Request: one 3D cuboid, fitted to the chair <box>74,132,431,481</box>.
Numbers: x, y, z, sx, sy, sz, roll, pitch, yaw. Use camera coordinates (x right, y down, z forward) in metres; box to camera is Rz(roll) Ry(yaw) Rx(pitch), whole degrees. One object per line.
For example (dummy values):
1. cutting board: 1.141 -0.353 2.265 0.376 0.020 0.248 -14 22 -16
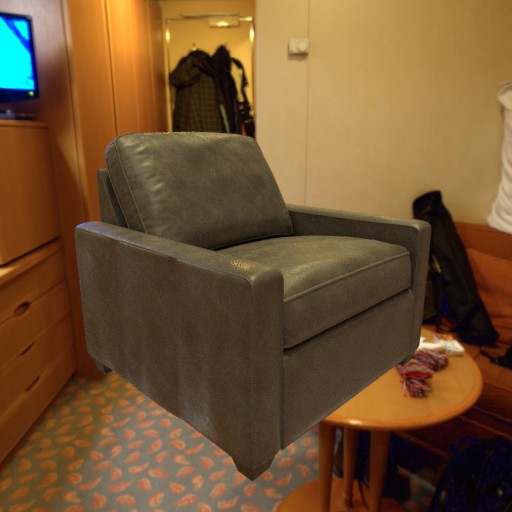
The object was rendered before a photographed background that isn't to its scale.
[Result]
1. chair: 0.000 0.000 1.687 0.939 0.916 1.006 14 20 42
